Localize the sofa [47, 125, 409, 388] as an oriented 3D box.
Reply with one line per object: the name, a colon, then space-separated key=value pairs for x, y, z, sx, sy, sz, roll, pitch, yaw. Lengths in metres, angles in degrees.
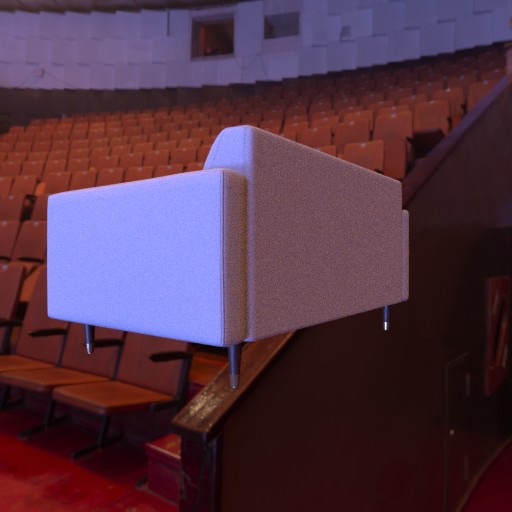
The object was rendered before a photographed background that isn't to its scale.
sofa: x=0.000 y=0.000 z=2.106 sx=0.950 sy=0.801 sz=1.585 roll=0 pitch=1 yaw=37
